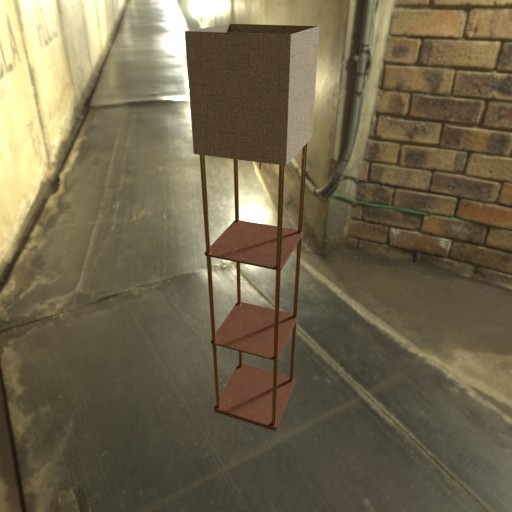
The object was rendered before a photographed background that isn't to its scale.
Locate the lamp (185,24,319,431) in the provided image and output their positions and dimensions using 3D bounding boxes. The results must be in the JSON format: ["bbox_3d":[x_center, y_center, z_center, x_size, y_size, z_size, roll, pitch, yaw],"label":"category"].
[{"bbox_3d":[0.000,0.000,1.714,0.308,1.569,0.310,11,33,18],"label":"lamp"}]
